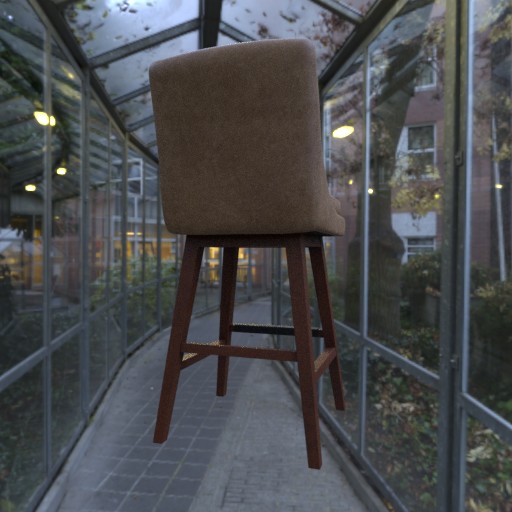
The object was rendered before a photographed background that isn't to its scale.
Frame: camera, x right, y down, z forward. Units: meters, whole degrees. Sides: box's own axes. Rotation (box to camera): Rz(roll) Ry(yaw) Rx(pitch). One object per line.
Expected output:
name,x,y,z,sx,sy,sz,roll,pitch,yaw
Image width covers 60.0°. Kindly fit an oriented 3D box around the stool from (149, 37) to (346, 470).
stool,0.000,0.000,1.390,0.487,1.079,0.572,0,1,19
